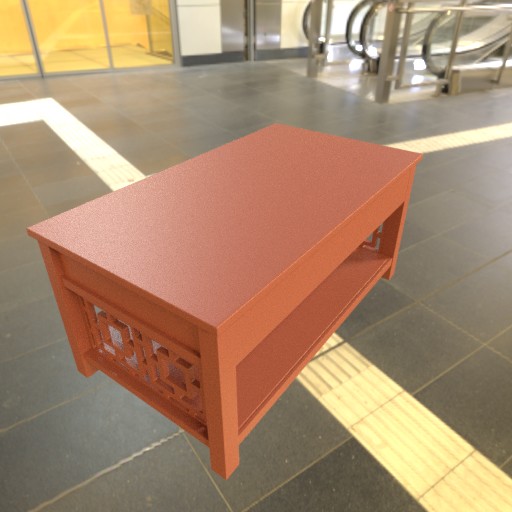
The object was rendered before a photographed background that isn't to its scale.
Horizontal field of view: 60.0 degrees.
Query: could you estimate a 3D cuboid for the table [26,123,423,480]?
[{"bbox_3d":[0.000,0.000,1.412,0.612,0.493,1.068,22,39,30],"label":"table"}]
